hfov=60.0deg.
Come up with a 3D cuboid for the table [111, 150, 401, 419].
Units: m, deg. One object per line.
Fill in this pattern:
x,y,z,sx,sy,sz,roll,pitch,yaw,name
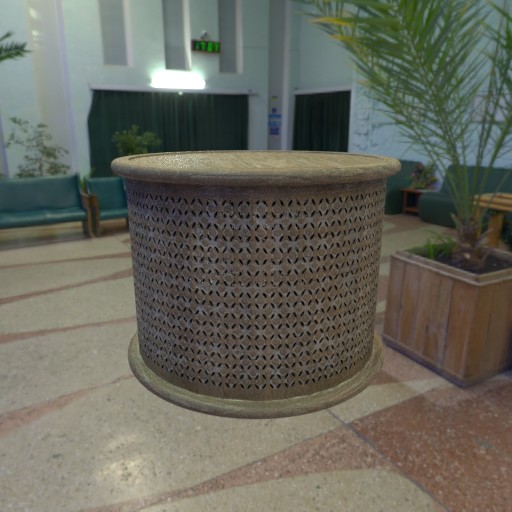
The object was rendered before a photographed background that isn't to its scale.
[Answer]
0.000,0.000,1.030,0.607,0.450,0.607,0,16,0,table
